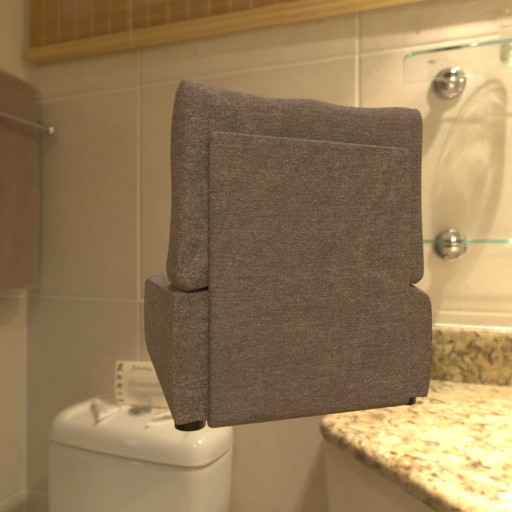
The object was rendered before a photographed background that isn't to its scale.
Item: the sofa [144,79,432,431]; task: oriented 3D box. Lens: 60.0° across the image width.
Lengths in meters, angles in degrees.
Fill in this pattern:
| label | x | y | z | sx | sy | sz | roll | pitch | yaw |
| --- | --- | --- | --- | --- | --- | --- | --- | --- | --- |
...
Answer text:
| label | x | y | z | sx | sy | sz | roll | pitch | yaw |
| --- | --- | --- | --- | --- | --- | --- | --- | --- | --- |
| sofa | 0.000 | 0.000 | 1.549 | 0.700 | 0.820 | 1.000 | 0 | 0 | -18 |
